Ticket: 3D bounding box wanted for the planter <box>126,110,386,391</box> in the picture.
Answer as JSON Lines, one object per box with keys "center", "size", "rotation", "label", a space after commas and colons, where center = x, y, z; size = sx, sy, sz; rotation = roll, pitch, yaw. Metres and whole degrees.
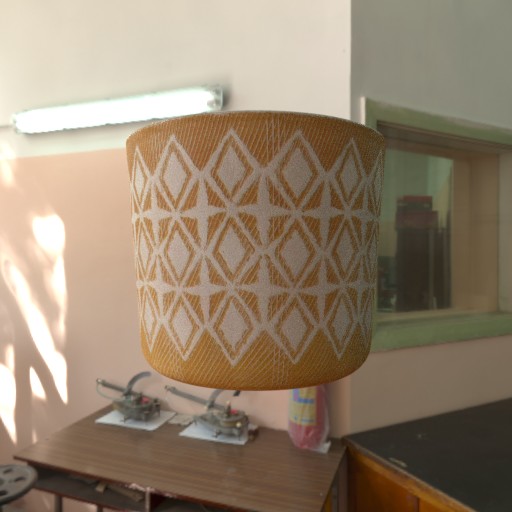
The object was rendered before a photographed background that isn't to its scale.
{"center": [0.000, 0.000, 0.343], "size": [0.193, 0.165, 0.193], "rotation": [0, 0, 0], "label": "planter"}
